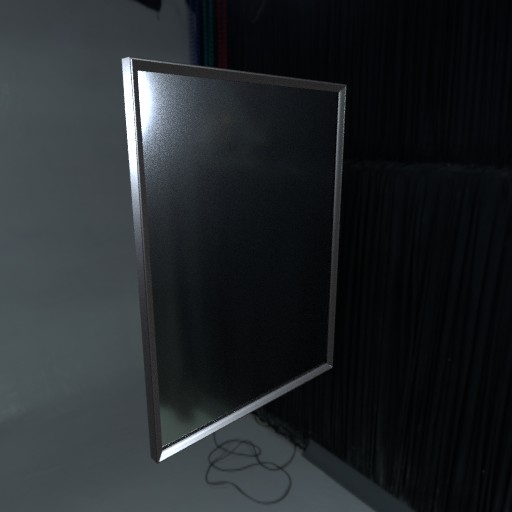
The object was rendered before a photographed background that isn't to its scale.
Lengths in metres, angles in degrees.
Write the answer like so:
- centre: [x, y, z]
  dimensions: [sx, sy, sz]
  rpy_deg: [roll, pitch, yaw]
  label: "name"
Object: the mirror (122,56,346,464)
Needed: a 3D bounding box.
- centre: [0.000, 0.000, 1.328]
  dimensions: [0.762, 1.016, 0.041]
  rpy_deg: [-14, 20, -41]
  label: "mirror"
